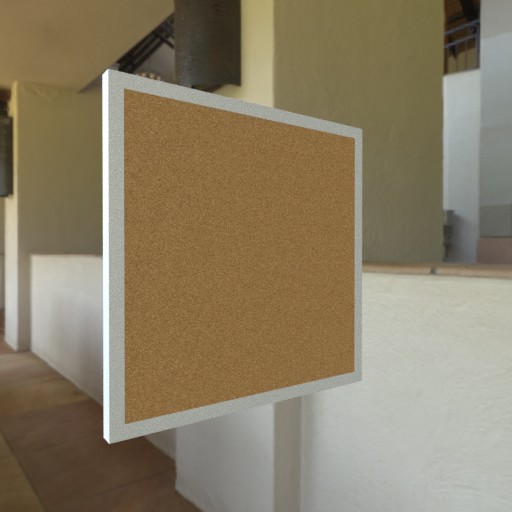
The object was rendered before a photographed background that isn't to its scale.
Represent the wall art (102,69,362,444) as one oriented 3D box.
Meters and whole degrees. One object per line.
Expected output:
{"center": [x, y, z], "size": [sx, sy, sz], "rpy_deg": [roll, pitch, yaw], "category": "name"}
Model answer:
{"center": [0.000, 0.000, 1.137], "size": [0.762, 0.762, 0.038], "rpy_deg": [0, 1, -35], "category": "wall art"}
